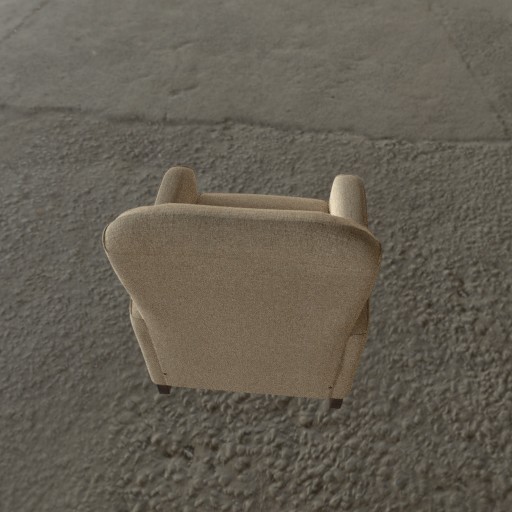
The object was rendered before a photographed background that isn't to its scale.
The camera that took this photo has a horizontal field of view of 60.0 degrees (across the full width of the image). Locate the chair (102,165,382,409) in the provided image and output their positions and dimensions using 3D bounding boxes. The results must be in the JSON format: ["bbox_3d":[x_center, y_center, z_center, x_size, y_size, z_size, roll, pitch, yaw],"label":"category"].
[{"bbox_3d":[0.000,0.000,1.675,0.841,1.028,0.858,4,47,3],"label":"chair"}]
